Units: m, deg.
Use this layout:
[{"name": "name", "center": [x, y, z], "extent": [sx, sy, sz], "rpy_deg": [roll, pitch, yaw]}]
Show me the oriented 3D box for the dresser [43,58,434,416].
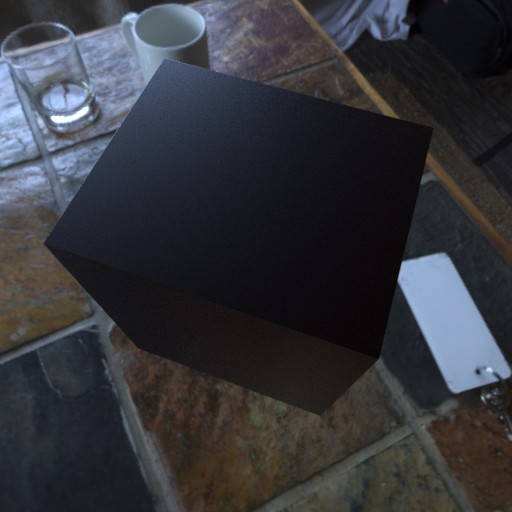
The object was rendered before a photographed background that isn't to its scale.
[{"name": "dresser", "center": [0.000, 0.000, 0.774], "extent": [0.400, 0.470, 0.360], "rpy_deg": [18, 65, 9]}]
